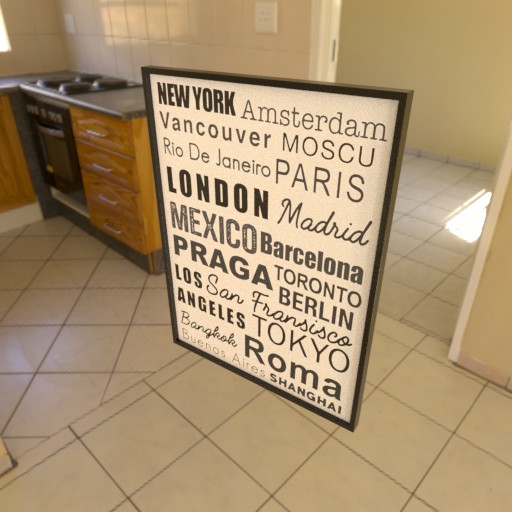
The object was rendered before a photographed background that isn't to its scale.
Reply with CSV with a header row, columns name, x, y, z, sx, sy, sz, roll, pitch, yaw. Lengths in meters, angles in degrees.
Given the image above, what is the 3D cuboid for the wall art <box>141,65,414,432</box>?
name,x,y,z,sx,sy,sz,roll,pitch,yaw
wall art,0.000,0.000,1.382,0.788,1.046,0.043,18,34,29
